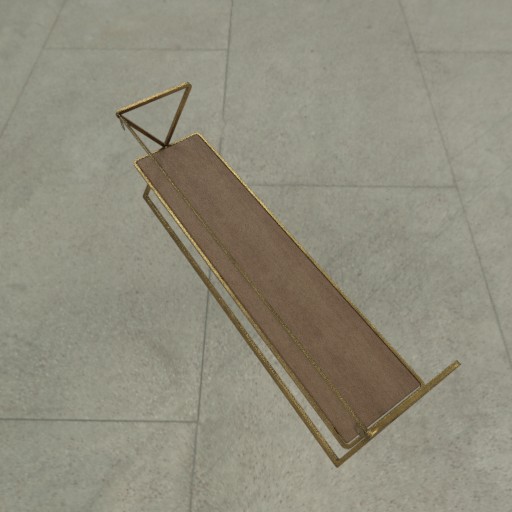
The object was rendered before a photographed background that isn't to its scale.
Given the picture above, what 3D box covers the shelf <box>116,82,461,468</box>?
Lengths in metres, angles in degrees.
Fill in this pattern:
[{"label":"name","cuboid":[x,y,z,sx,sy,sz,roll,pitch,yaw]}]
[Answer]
[{"label":"shelf","cuboid":[0.000,0.000,0.739,0.150,0.229,0.645,-30,62,-18]}]
